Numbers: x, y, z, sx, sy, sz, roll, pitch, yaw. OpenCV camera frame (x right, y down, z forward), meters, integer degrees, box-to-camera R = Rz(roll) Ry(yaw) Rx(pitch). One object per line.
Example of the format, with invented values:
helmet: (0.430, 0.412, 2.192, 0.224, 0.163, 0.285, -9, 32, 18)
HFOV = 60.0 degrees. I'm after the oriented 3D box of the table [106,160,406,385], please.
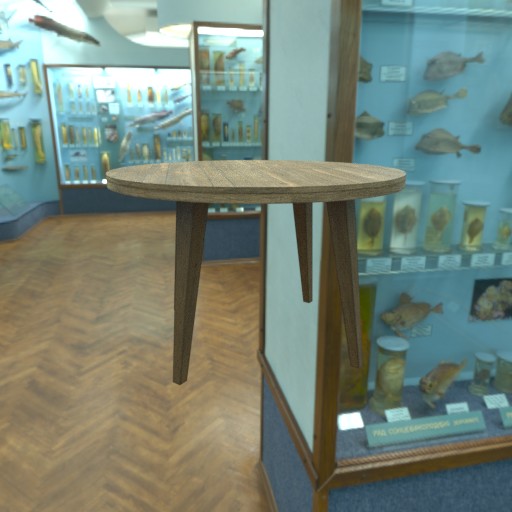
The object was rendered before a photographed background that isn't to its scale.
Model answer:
table: (0.000, 0.000, 1.986, 1.213, 0.764, 1.213, 0, 16, 0)
